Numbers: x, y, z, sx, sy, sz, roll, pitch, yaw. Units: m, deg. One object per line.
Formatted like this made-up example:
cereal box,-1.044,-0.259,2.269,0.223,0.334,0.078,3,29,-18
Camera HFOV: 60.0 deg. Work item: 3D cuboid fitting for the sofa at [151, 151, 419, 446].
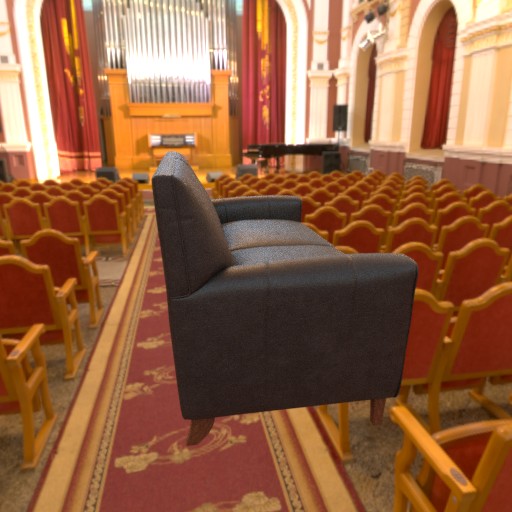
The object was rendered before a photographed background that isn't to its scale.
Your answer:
sofa,0.000,0.000,1.992,0.787,0.871,1.473,-3,16,-9
